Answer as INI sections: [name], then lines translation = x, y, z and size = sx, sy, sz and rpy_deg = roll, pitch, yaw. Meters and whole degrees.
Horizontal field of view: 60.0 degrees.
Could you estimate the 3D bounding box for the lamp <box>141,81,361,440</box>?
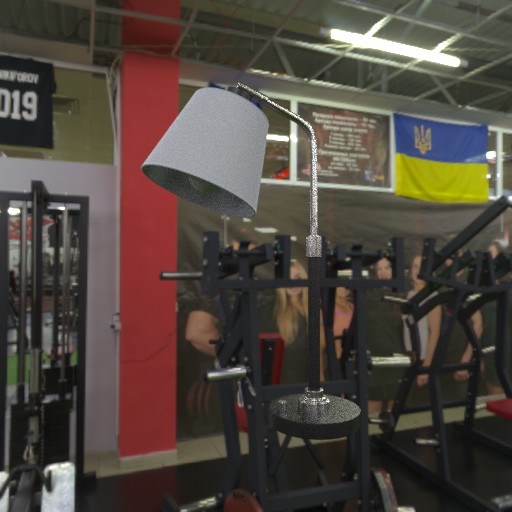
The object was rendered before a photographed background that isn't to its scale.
[lamp]
translation = 0.000, 0.000, 0.691
size = 0.348, 0.539, 0.181
rpy_deg = 0, -1, -19
